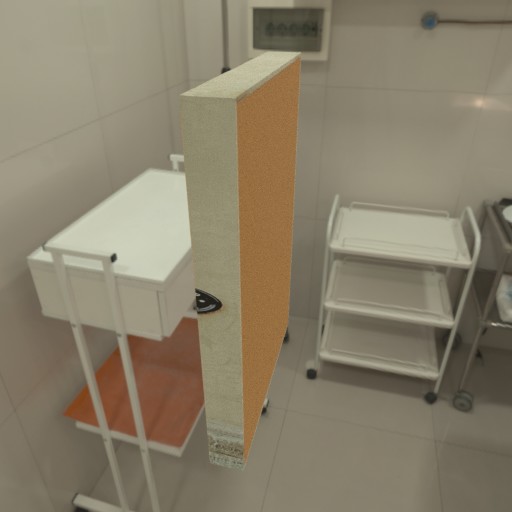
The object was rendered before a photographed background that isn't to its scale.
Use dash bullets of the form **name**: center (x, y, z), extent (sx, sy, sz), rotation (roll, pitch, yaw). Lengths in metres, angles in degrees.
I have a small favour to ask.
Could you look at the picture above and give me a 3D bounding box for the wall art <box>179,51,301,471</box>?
- **wall art**: center (0.000, 0.000, 0.484), extent (0.038, 0.381, 0.254), rotation (7, 32, 12)
